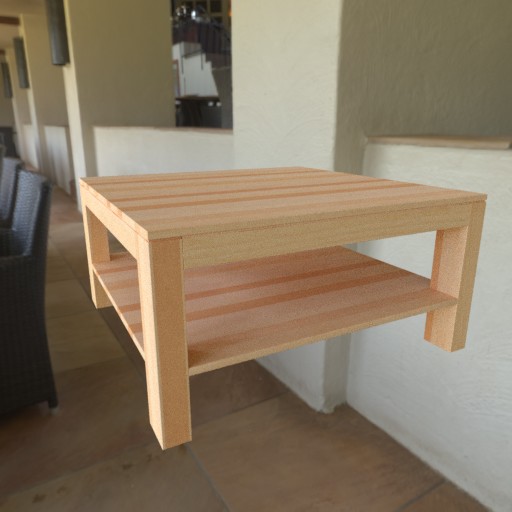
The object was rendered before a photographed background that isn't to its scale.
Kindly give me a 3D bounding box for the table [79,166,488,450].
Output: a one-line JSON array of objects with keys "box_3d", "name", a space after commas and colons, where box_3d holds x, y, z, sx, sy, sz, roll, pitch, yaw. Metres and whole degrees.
[{"box_3d": [0.000, 0.000, 1.406, 0.900, 0.450, 0.900, -9, 19, -27], "name": "table"}]
